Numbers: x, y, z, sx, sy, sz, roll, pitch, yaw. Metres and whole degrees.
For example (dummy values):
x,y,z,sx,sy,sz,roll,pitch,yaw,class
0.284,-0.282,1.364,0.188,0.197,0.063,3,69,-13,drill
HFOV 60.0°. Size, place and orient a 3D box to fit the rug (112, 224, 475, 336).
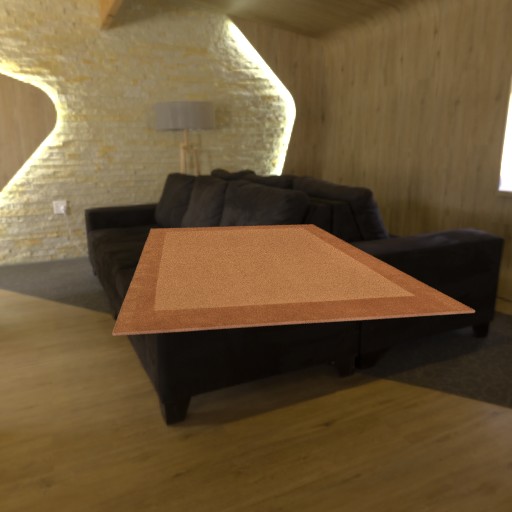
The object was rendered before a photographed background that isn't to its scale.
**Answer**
x,y,z,sx,sy,sz,roll,pitch,yaw,class
0.000,0.000,2.975,1.524,0.014,2.438,-2,13,-9,rug
